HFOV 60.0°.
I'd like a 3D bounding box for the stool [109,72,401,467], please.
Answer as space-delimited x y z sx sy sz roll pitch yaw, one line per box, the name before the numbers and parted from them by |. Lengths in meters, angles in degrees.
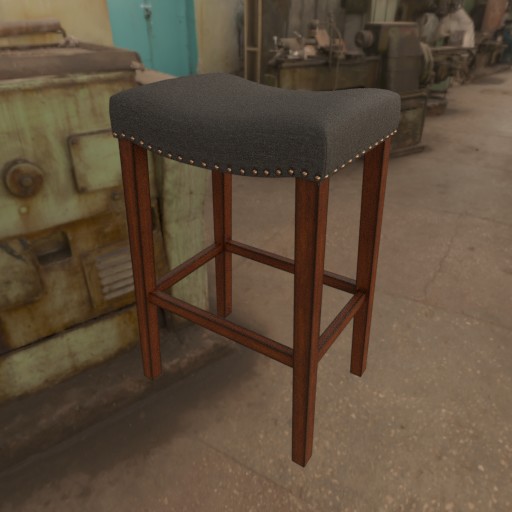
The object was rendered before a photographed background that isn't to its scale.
stool | 0.000 0.000 1.050 0.502 0.760 0.366 19 35 29
